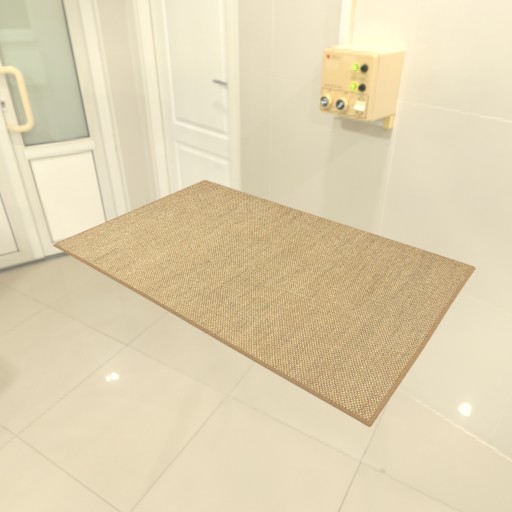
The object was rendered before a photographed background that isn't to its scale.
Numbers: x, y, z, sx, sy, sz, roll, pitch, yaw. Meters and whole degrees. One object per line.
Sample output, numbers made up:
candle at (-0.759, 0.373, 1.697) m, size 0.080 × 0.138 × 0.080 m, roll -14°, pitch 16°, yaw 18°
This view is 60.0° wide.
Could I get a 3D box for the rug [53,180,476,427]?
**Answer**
rug at (0.000, 0.000, 2.054) m, size 1.668 × 0.012 × 1.061 m, roll 22°, pitch 38°, yaw 32°
